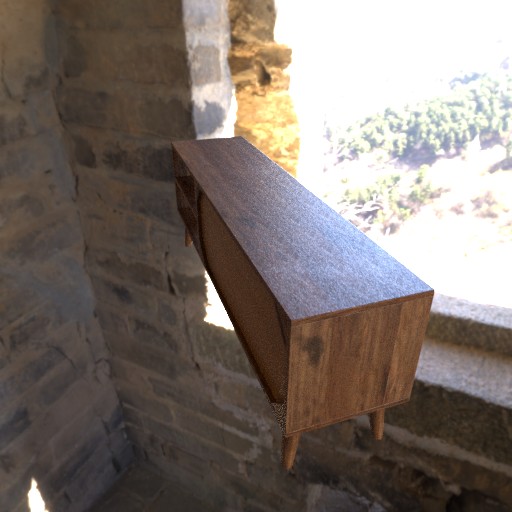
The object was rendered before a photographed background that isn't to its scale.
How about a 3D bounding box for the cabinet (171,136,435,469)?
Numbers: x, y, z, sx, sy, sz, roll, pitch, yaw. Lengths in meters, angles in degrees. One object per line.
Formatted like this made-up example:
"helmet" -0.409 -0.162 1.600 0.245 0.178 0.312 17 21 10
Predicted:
"cabinet" 0.000 0.000 1.666 0.349 0.528 1.448 -9 30 -17
